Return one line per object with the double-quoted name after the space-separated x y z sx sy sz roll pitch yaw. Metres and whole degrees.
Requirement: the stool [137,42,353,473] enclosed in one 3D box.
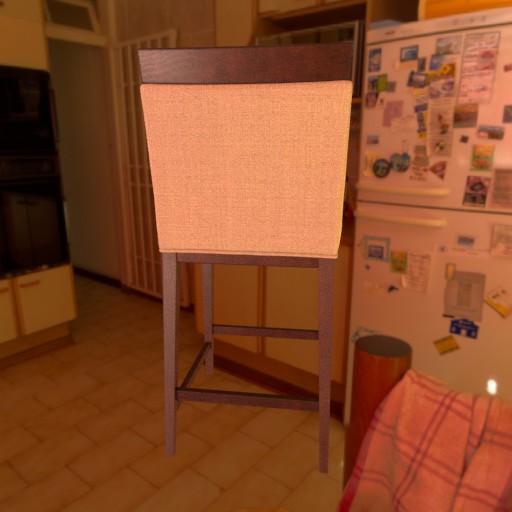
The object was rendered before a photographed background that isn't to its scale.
0.000 0.000 1.238 0.463 1.011 0.480 2 15 8 "stool"
